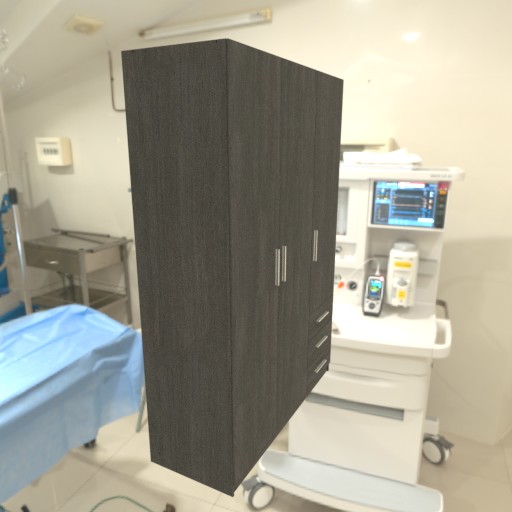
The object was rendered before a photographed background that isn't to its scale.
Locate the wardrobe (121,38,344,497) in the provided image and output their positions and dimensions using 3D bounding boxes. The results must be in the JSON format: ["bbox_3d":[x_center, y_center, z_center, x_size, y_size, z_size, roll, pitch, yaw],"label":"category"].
[{"bbox_3d":[0.000,0.000,2.423,0.510,1.910,1.290,8,17,27],"label":"wardrobe"}]
